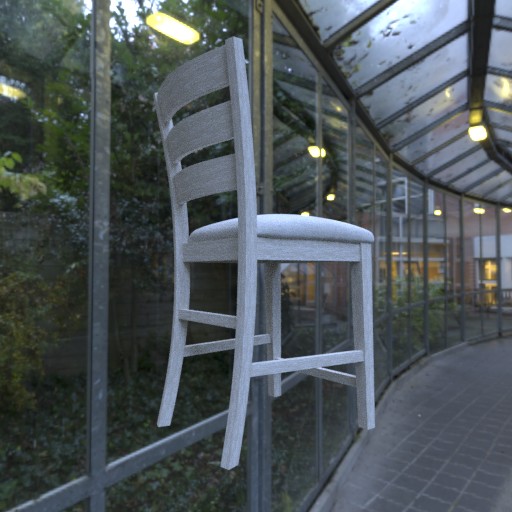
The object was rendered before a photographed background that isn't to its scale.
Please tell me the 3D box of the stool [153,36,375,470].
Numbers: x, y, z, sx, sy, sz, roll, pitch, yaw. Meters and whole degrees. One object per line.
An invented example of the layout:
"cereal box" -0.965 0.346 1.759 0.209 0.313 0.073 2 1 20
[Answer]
"stool" 0.000 0.000 1.363 0.569 1.032 0.484 2 -2 -37
